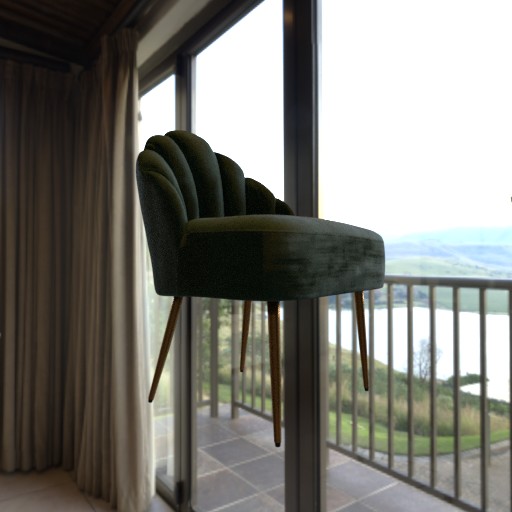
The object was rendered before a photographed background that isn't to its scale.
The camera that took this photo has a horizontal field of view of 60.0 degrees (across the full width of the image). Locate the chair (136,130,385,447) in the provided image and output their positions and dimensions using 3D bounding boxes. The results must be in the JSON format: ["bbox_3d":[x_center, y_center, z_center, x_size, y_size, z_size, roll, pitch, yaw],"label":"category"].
[{"bbox_3d":[0.000,0.000,1.287,0.599,0.819,0.657,0,-1,36],"label":"chair"}]
